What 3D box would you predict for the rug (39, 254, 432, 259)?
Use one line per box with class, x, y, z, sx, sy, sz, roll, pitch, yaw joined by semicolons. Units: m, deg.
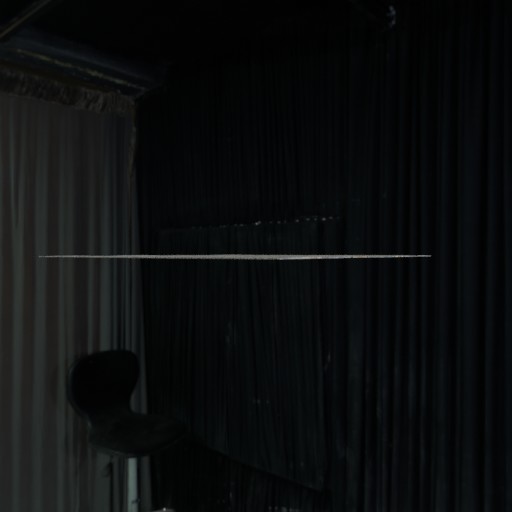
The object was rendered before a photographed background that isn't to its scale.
rug;0.000;0.000;4.038;2.371;0.012;3.000;0;0;36
